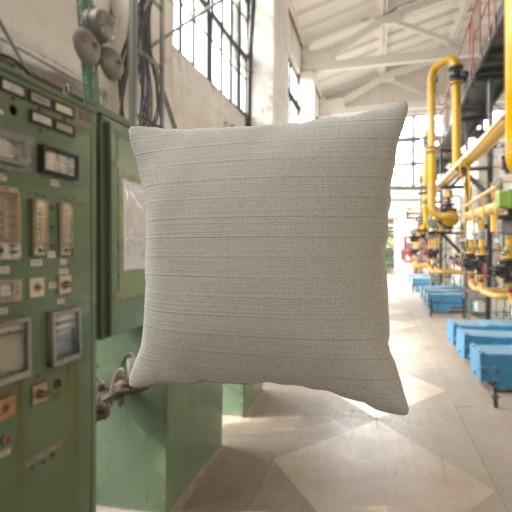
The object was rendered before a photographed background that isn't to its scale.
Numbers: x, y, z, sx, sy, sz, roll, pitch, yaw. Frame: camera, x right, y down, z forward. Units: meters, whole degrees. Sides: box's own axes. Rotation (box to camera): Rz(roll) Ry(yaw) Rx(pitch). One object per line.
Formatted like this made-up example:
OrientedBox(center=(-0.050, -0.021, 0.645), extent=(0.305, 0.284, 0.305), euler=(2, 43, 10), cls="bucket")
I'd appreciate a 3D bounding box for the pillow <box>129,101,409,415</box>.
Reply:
OrientedBox(center=(0.000, 0.000, 0.720), extent=(0.470, 0.464, 0.175), euler=(0, 1, 16), cls="pillow")
